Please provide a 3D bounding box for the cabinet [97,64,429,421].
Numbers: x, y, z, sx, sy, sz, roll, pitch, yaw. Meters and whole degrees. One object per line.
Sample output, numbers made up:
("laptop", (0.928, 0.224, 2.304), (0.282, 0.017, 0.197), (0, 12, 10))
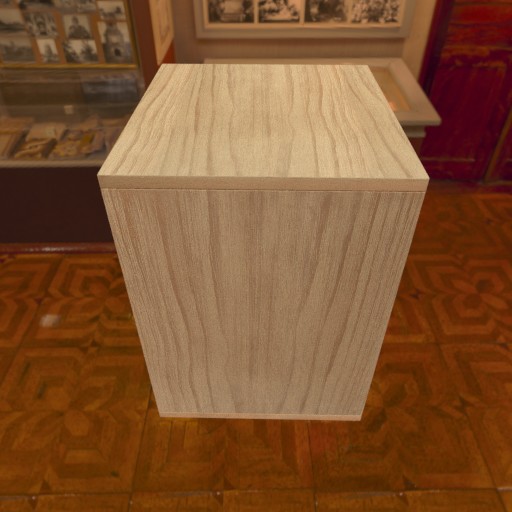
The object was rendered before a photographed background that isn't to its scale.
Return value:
("cabinet", (0.000, 0.000, 0.846), (0.401, 0.579, 0.409), (1, 40, 1))
